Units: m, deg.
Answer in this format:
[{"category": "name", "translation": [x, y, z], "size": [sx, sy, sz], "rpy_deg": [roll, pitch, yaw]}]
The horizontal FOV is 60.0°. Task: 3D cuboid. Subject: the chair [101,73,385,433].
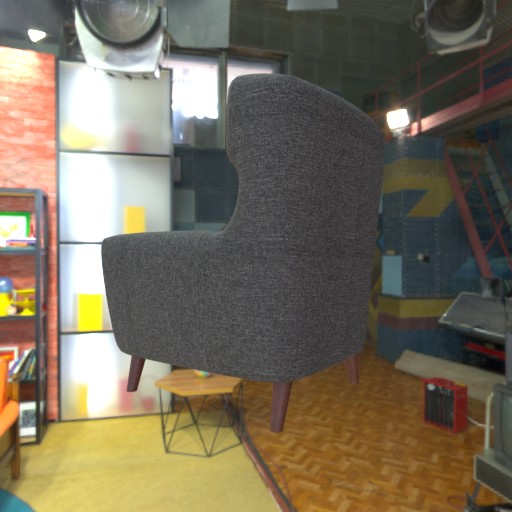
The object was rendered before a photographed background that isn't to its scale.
[{"category": "chair", "translation": [0.000, 0.000, 1.765], "size": [0.904, 1.063, 0.878], "rpy_deg": [0, 0, 35]}]
